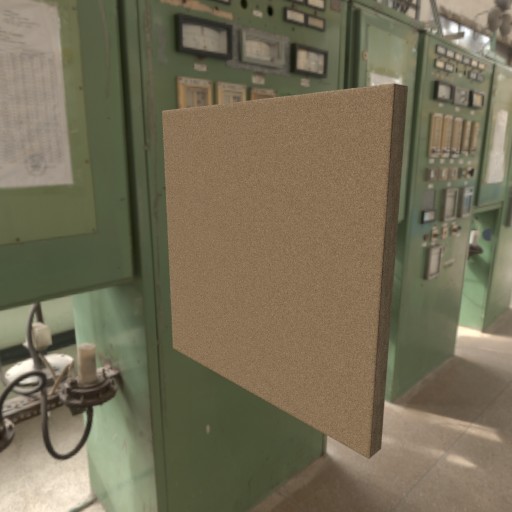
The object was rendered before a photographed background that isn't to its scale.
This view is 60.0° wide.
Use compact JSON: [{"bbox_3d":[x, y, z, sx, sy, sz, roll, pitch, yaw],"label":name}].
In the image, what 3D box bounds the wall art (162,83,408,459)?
[{"bbox_3d":[0.000,0.000,1.135,0.050,0.751,0.749,-12,18,-42],"label":"wall art"}]
